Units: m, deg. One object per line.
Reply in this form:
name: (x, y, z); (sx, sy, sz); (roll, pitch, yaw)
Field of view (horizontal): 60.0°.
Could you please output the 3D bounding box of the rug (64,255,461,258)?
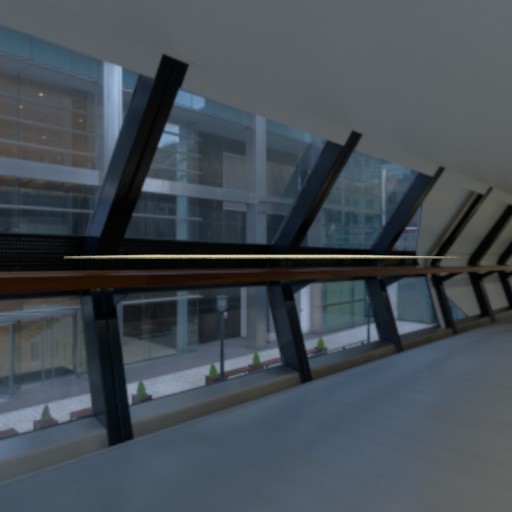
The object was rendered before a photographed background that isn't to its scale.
rug: (0.000, 0.000, 4.310); (2.437, 0.014, 3.201); (0, 0, -2)
